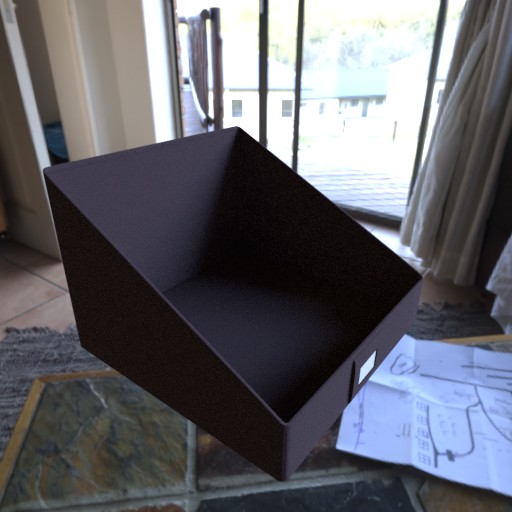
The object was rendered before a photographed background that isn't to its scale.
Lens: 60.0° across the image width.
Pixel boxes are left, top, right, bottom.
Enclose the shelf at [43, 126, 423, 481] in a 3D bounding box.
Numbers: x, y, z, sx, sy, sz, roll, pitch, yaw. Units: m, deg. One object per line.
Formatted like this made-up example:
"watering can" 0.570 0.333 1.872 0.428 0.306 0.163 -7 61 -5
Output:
"shelf" 0.000 0.000 0.488 0.292 0.210 0.292 19 32 34
